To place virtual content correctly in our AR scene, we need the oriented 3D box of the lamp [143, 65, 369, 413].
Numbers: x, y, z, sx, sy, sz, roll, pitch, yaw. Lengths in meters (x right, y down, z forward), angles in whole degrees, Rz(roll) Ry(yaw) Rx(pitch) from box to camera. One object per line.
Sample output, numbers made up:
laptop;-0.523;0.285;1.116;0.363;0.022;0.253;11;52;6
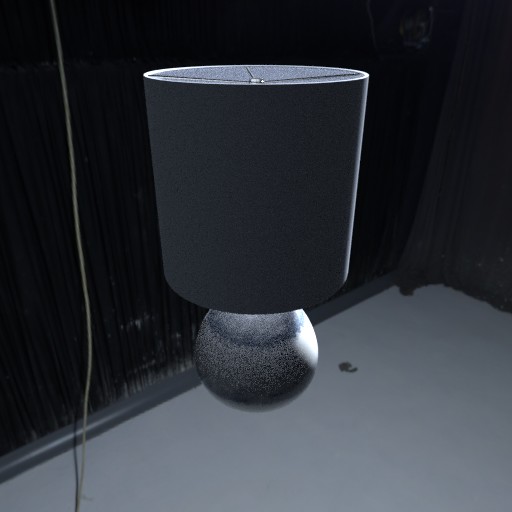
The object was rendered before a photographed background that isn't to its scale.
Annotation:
lamp;0.000;0.000;0.527;0.216;0.404;0.216;-18;32;-32
